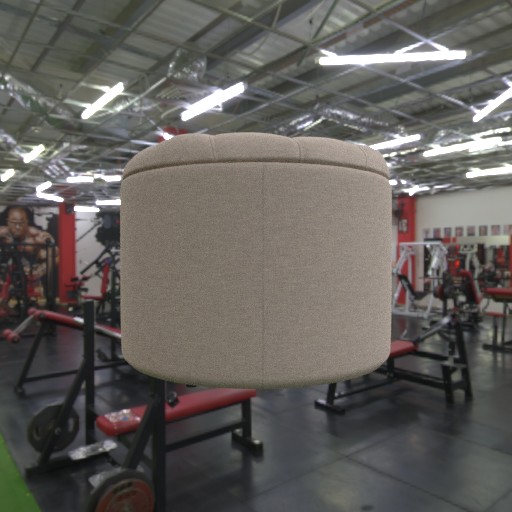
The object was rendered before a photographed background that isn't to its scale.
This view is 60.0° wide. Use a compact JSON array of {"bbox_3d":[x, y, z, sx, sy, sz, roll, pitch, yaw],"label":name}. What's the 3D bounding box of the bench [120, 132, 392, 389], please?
[{"bbox_3d":[0.000,0.000,1.025,0.600,0.454,0.600,0,1,0],"label":"bench"}]
